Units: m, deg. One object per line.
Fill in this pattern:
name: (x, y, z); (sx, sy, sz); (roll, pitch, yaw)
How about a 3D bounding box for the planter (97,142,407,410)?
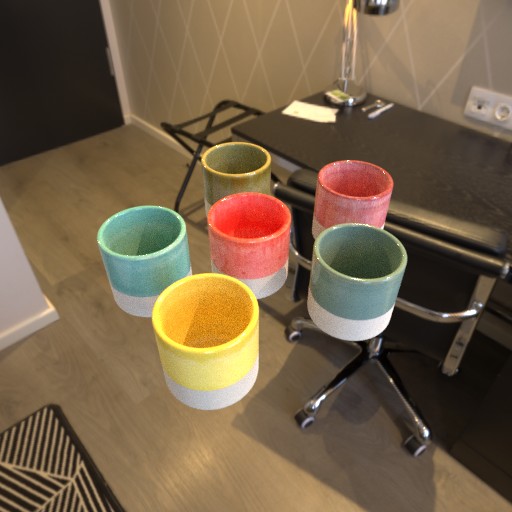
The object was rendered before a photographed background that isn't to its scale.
planter: (0.000, 0.000, 0.411); (0.257, 0.075, 0.286); (11, 42, 13)
